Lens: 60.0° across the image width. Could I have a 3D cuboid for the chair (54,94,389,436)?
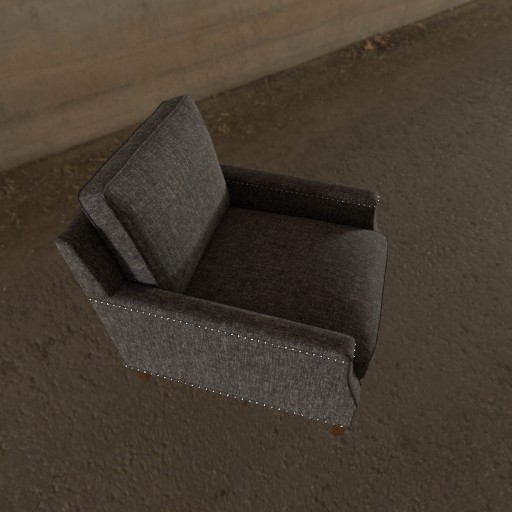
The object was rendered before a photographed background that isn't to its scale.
[{"bbox_3d":[0.000,0.000,1.729,1.014,0.943,0.853,12,47,11],"label":"chair"}]
